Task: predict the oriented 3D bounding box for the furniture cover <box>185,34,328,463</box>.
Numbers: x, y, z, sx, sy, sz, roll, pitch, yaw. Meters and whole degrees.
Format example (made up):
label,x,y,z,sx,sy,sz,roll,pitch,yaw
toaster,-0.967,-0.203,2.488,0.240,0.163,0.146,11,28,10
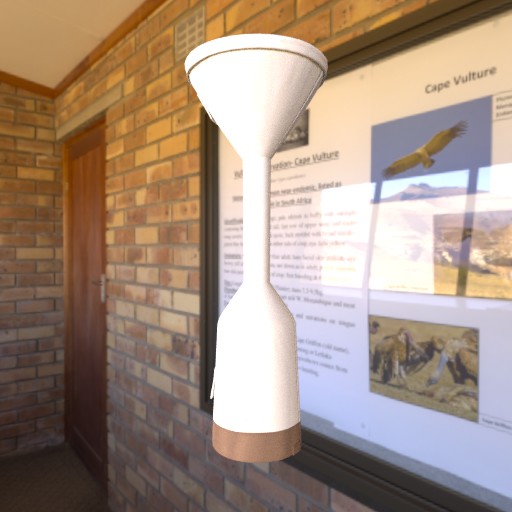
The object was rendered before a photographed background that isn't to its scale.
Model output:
label,x,y,z,sx,sy,sz,roll,pitch,yaw
furniture cover,0.000,0.000,2.857,0.914,2.413,0.914,0,1,18
